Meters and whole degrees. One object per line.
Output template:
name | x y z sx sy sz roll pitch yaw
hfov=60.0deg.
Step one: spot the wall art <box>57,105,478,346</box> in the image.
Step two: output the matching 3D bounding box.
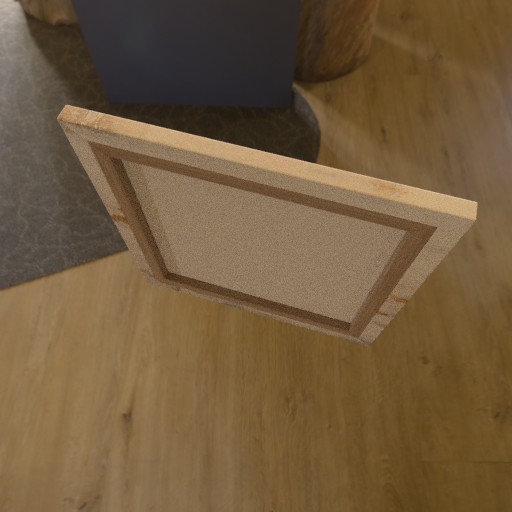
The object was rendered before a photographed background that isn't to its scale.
wall art | 0.000 0.000 1.108 0.753 0.755 0.038 15 64 8
